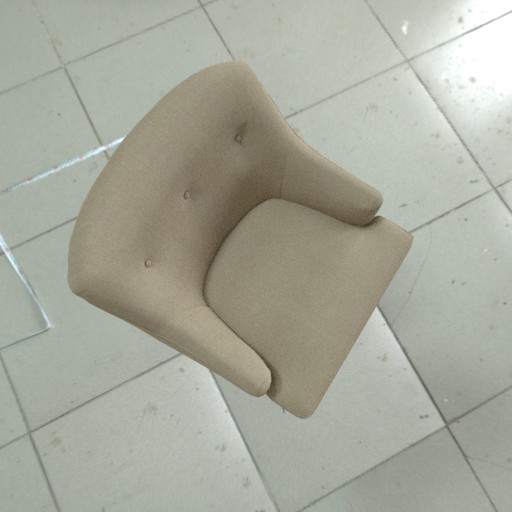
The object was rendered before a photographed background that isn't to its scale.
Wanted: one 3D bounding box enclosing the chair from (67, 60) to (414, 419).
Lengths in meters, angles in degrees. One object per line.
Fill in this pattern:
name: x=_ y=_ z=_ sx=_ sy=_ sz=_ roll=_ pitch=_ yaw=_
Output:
chair: x=0.000 y=0.000 z=1.601 sx=0.923 sy=0.856 sz=0.864 roll=32 pitch=79 yaw=7
